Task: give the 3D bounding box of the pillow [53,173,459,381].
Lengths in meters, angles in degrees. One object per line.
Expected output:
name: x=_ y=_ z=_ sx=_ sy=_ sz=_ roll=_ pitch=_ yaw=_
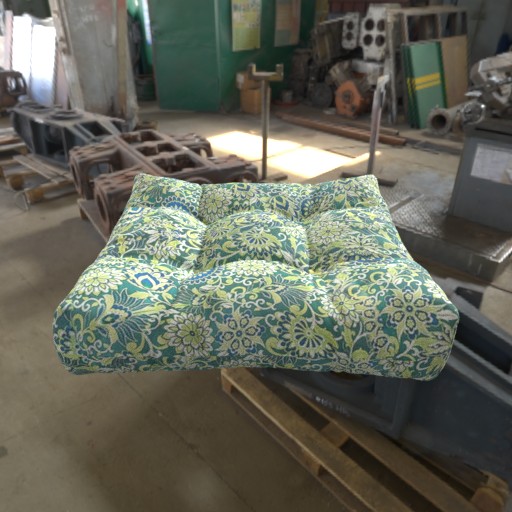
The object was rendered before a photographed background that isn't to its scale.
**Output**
pillow: x=0.000 y=0.000 z=0.717 sx=0.490 sy=0.128 sz=0.468 roll=0 pitch=31 yaw=0
